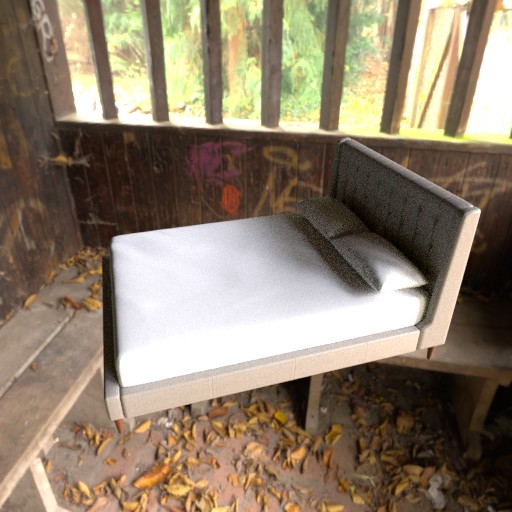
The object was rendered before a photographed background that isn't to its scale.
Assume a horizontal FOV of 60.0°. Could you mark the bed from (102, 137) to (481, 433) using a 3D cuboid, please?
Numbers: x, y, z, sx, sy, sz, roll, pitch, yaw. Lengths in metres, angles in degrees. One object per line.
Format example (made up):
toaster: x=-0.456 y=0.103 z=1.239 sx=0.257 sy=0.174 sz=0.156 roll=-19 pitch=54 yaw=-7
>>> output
bed: x=0.000 y=0.000 z=3.232 sx=2.232 sy=1.147 sz=1.656 roll=-9 pitch=31 yaw=-15
